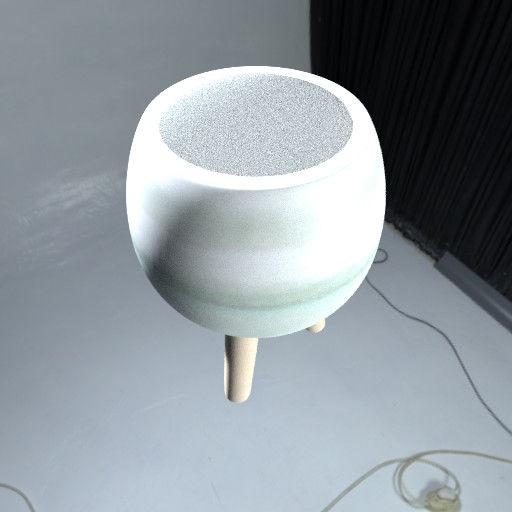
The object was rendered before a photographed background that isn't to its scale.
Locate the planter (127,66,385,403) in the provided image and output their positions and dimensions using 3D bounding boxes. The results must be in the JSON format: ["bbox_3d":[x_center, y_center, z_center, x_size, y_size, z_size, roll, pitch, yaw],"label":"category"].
[{"bbox_3d":[0.000,0.000,0.322,0.161,0.224,0.161,0,47,0],"label":"planter"}]
